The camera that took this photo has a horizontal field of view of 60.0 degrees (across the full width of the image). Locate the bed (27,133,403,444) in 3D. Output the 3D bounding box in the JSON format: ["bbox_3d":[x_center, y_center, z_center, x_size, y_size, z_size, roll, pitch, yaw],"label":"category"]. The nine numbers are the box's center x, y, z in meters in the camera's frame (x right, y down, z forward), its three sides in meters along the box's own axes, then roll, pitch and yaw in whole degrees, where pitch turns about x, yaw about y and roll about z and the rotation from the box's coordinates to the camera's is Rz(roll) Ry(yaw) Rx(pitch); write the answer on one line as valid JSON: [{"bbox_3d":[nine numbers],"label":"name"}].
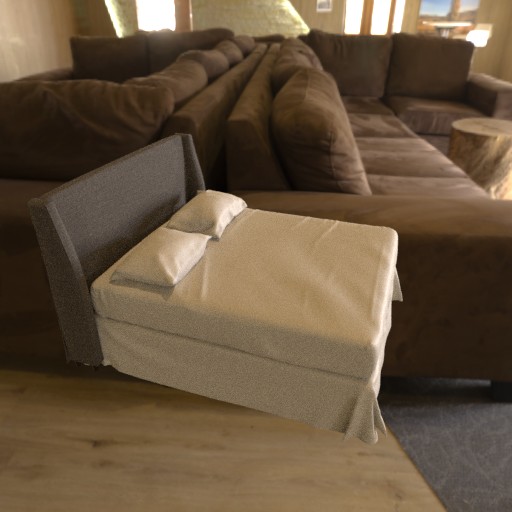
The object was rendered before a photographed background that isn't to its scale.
[{"bbox_3d":[0.000,0.000,3.411,2.276,1.332,1.925,10,30,17],"label":"bed"}]
